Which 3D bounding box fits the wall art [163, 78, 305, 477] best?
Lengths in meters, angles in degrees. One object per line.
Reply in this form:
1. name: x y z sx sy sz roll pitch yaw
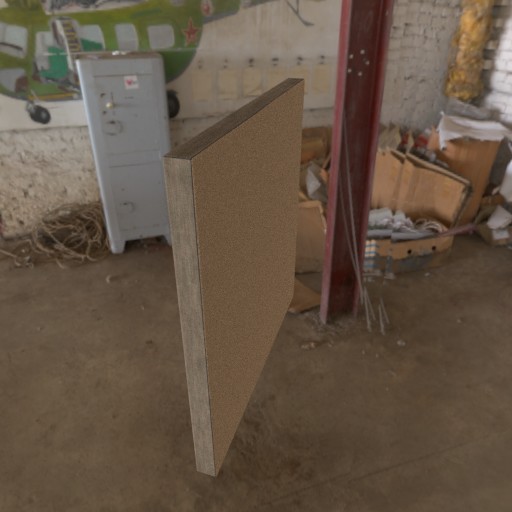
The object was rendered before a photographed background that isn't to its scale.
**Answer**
1. wall art: 0.000 0.000 1.141 0.050 0.751 0.749 9 32 15
